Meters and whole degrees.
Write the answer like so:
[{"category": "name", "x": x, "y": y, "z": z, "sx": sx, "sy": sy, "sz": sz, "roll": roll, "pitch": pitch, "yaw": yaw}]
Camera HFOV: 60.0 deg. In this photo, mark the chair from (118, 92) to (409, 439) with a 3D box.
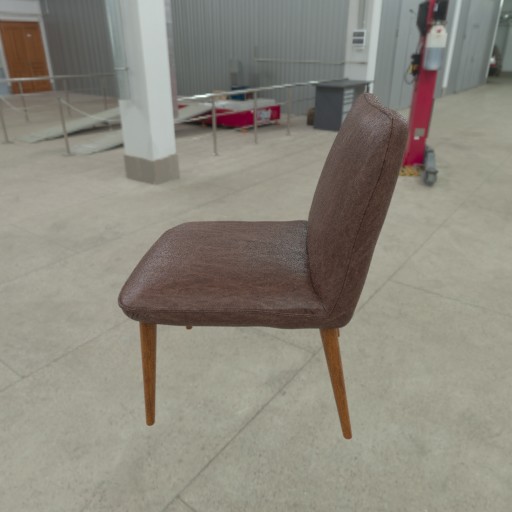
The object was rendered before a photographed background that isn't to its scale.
[{"category": "chair", "x": 0.000, "y": 0.000, "z": 1.194, "sx": 0.645, "sy": 0.803, "sz": 0.543, "roll": 0, "pitch": 26, "yaw": 1}]
